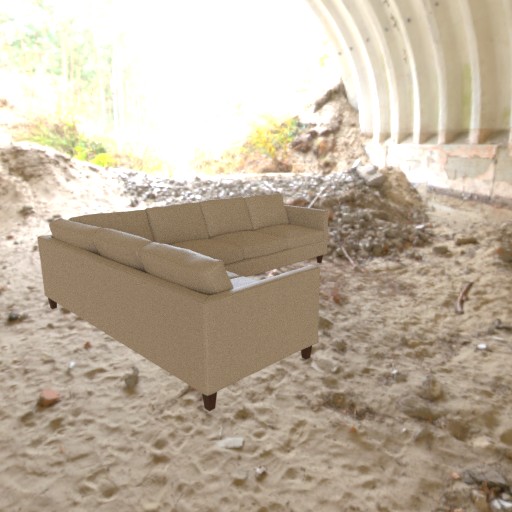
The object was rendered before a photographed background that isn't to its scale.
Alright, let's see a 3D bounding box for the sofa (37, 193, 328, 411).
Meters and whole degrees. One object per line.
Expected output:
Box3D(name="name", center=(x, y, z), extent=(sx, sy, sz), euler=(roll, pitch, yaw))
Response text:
Box3D(name="sofa", center=(0.000, 0.000, 4.300), extent=(2.432, 0.863, 3.182), euler=(14, 20, 43))
